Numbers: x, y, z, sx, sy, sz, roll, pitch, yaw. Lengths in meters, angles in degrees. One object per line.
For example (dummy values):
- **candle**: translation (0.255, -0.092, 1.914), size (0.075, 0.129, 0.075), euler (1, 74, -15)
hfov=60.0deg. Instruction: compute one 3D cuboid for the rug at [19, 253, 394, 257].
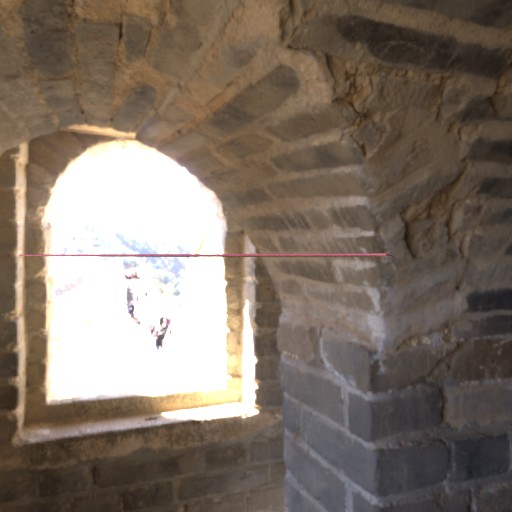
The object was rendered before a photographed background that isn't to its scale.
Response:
- **rug**: translation (0.000, 0.000, 3.925), size (2.300, 0.012, 2.929), euler (0, 0, 18)
